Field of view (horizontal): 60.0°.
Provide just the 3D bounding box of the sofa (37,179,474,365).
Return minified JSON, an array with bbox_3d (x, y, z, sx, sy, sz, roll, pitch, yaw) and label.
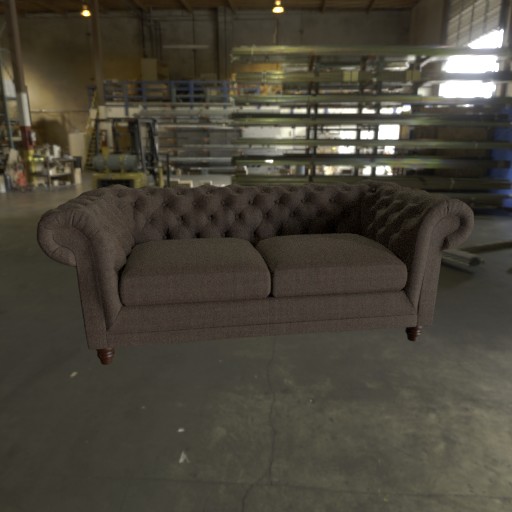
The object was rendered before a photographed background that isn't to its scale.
[{"bbox_3d":[0.000,0.000,2.525,2.048,0.780,0.944,-2,15,-9],"label":"sofa"}]
